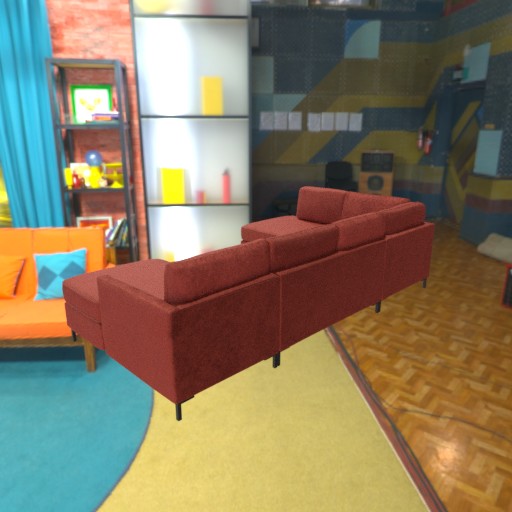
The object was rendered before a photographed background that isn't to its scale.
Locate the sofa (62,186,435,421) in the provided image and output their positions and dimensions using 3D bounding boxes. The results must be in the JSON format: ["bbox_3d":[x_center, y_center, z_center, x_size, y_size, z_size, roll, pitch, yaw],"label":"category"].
[{"bbox_3d":[0.000,0.000,4.375,3.434,0.992,2.055,-15,22,-42],"label":"sofa"}]
